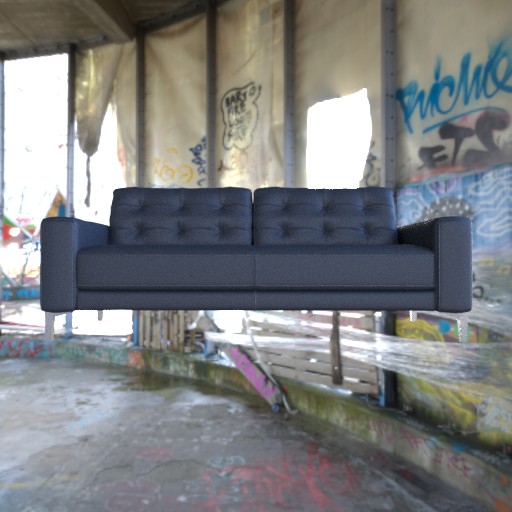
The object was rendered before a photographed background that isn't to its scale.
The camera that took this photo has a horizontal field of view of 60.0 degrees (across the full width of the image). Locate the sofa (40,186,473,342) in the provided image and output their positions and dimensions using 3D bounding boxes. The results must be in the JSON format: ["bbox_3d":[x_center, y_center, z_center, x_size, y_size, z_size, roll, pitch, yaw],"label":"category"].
[{"bbox_3d":[0.000,0.000,2.690,2.275,0.893,0.833,0,0,0],"label":"sofa"}]
